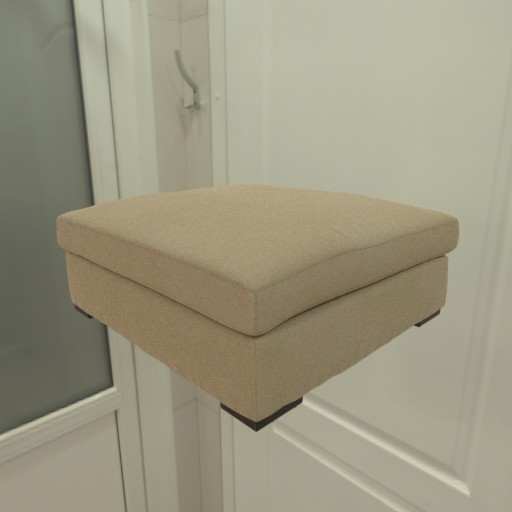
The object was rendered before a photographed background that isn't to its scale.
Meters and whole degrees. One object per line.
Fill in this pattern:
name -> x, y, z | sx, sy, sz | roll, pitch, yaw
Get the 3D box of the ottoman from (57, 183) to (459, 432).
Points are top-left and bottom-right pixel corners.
ottoman -> 0.000, 0.000, 1.854 | 1.190, 0.522, 1.205 | -15, 22, -42
